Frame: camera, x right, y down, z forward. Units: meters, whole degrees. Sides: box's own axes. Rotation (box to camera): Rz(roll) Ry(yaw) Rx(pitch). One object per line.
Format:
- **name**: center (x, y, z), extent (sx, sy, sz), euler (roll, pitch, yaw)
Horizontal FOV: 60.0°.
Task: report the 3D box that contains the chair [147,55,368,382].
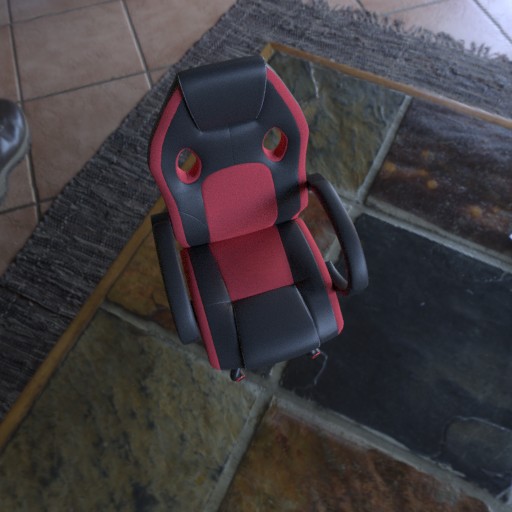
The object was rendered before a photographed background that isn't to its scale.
- **chair**: center (0.000, 0.000, 1.639), extent (0.673, 1.187, 0.724), euler (-16, 64, -8)
